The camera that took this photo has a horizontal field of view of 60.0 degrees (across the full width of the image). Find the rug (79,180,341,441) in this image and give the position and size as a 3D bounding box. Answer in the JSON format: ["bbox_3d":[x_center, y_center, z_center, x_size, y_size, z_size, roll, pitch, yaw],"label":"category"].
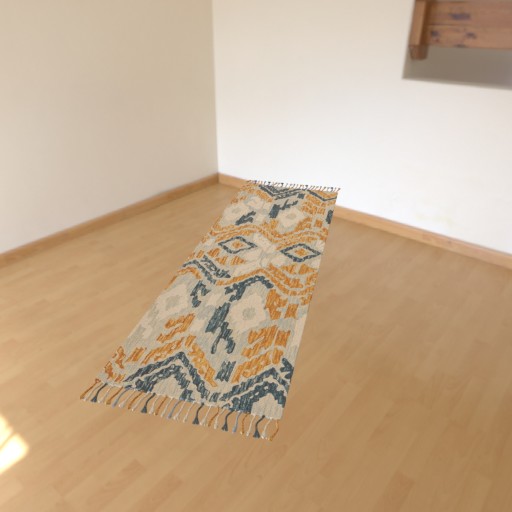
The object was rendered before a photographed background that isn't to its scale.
[{"bbox_3d":[0.000,0.000,2.621,0.783,0.010,2.437,7,31,12],"label":"rug"}]
